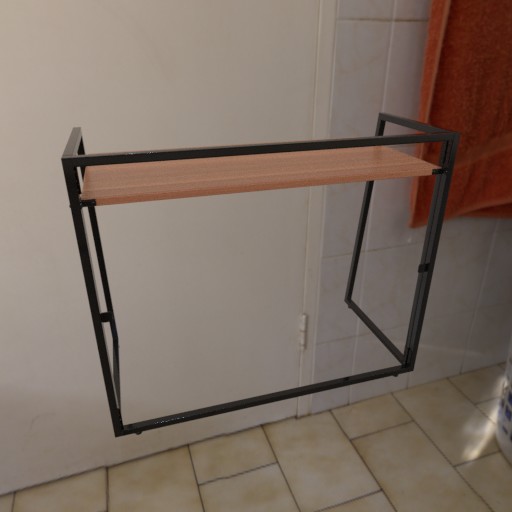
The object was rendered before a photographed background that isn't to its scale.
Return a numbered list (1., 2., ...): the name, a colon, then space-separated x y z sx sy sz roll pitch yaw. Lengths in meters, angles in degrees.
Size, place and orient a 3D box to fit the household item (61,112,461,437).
1. household item: 0.000 0.000 1.513 1.050 0.860 0.510 -8 27 -15
